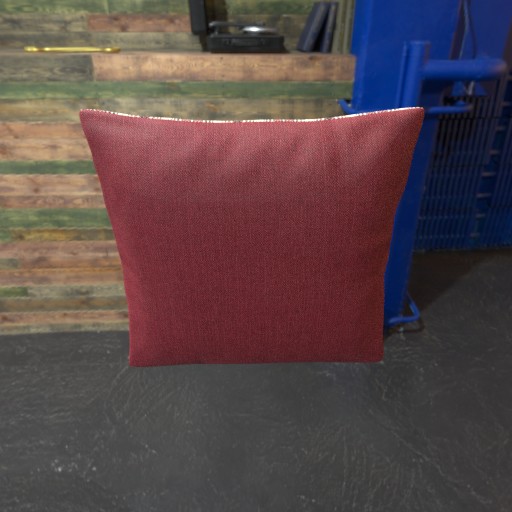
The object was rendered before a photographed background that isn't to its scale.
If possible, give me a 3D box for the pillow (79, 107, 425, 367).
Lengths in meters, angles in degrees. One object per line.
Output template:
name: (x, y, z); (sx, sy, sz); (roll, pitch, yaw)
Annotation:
pillow: (0.000, 0.000, 0.770); (0.513, 0.497, 0.166); (-1, 29, -1)
